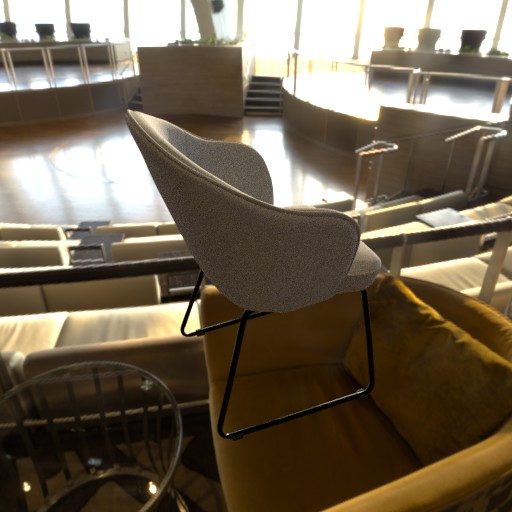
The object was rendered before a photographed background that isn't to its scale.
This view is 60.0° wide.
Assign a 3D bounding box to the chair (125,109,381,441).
[{"bbox_3d":[0.000,0.000,1.235,0.592,0.817,0.570,-12,32,-19],"label":"chair"}]
